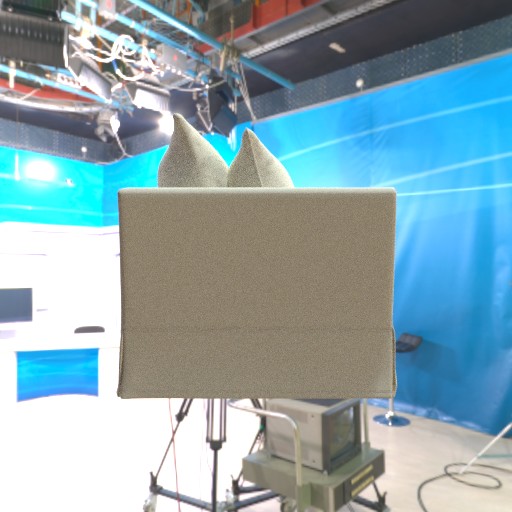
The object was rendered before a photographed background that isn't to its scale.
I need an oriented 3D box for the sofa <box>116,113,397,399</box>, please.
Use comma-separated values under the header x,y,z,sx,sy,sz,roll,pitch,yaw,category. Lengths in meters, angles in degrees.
x,y,z,sx,sy,sz,roll,pitch,yaw,category
0.000,0.000,2.311,1.026,1.039,1.608,0,-1,0,sofa
